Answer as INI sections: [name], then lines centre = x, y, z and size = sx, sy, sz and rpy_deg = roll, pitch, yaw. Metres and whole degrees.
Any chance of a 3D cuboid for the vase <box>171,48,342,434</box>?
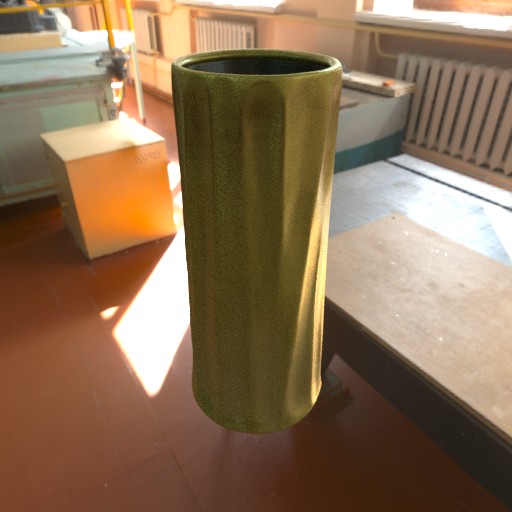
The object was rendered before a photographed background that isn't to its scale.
[vase]
centre = 0.000, 0.000, 0.174
size = 0.061, 0.143, 0.061
rpy_deg = 0, 32, 0
